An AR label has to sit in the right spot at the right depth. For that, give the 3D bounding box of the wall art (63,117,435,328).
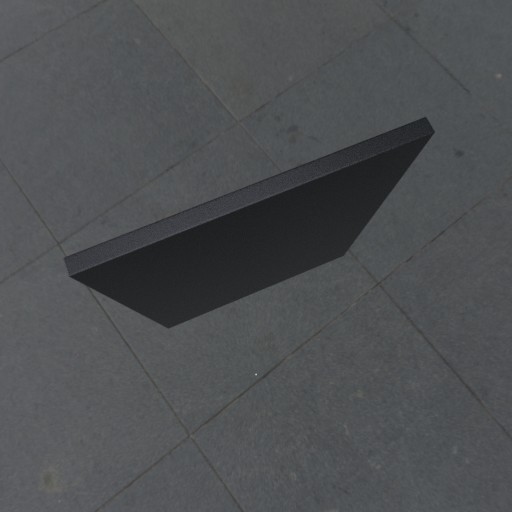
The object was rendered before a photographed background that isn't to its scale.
[{"bbox_3d":[0.000,0.000,1.640,0.950,1.194,0.053,-22,76,-6],"label":"wall art"}]
